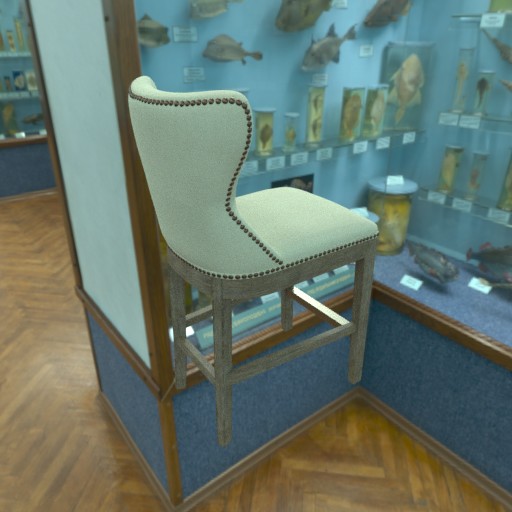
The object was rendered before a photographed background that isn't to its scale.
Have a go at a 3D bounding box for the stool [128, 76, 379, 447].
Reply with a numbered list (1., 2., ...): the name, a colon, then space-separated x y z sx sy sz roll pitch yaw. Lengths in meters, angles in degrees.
1. stool: 0.000 0.000 1.310 0.608 0.981 0.498 -17 31 -31
